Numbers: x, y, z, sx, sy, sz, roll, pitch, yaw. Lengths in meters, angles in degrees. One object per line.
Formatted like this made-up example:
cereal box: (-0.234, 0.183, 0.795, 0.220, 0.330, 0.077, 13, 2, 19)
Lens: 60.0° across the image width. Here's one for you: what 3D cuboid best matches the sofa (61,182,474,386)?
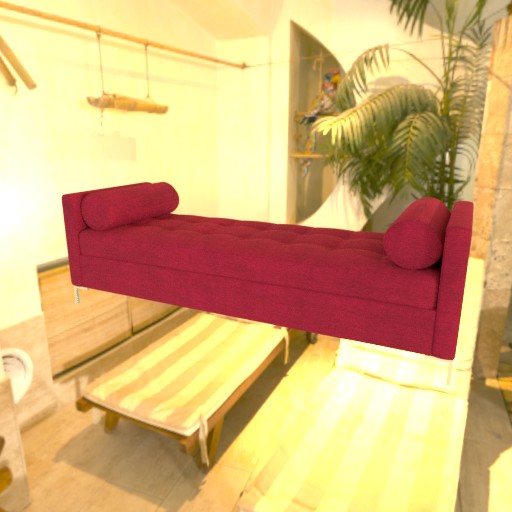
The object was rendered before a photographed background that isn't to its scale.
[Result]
sofa: (0.000, 0.000, 2.309, 1.981, 0.635, 0.686, 7, 17, 25)
